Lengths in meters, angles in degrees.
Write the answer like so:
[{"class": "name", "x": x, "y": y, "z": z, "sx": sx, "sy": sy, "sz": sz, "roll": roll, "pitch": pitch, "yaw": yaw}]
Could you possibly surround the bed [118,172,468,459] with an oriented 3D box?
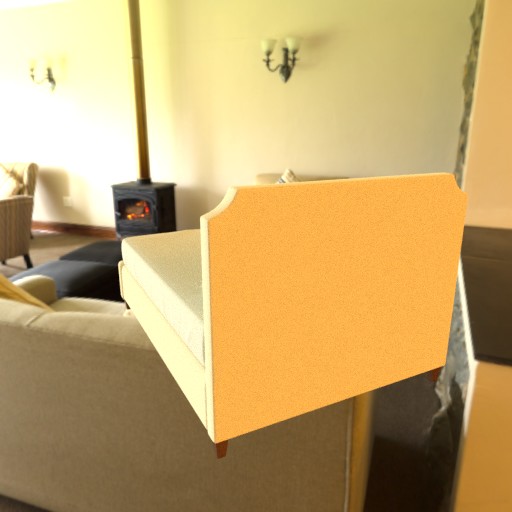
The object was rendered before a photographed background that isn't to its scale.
[{"class": "bed", "x": 0.000, "y": 0.000, "z": 3.455, "sx": 1.703, "sy": 1.415, "sz": 2.329, "roll": -8, "pitch": 18, "yaw": -26}]
